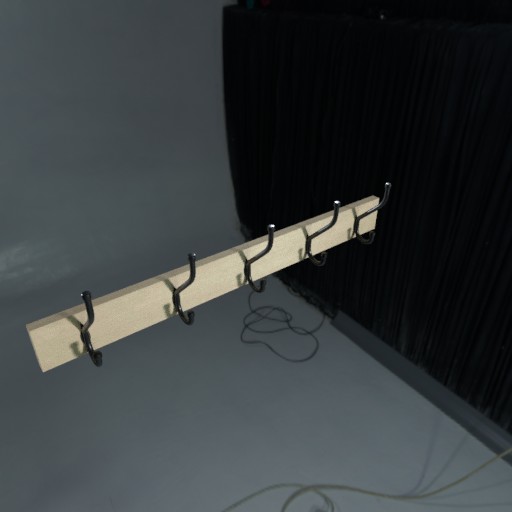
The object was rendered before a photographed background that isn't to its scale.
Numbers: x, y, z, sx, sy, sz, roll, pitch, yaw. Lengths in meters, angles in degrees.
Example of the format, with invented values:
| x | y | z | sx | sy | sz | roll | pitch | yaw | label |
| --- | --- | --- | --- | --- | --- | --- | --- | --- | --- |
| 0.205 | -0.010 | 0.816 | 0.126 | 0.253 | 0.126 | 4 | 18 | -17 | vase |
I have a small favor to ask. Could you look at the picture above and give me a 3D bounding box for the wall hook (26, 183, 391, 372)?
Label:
| x | y | z | sx | sy | sz | roll | pitch | yaw | label |
| --- | --- | --- | --- | --- | --- | --- | --- | --- | --- |
| 0.000 | 0.000 | 0.603 | 0.571 | 0.117 | 0.071 | -22 | 37 | -32 | wall hook |
